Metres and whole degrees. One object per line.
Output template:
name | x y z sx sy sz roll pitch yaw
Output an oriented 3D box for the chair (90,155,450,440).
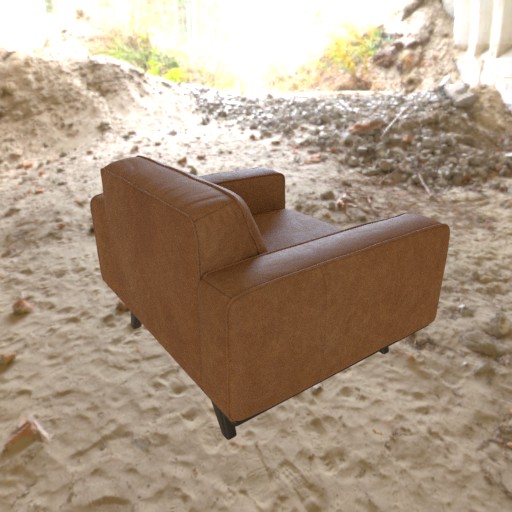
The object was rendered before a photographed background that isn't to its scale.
chair | 0.000 0.000 1.771 0.952 0.782 1.118 -17 29 -32
